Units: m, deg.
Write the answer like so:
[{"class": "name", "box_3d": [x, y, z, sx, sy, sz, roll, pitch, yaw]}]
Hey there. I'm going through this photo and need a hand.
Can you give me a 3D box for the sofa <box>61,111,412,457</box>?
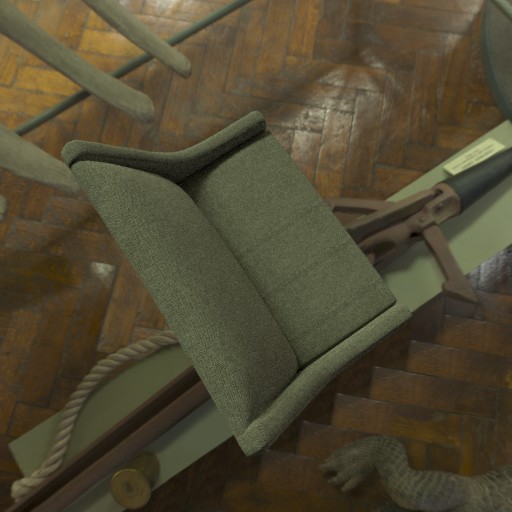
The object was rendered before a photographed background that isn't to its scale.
[{"class": "sofa", "box_3d": [0.000, 0.000, 1.962, 0.870, 1.021, 1.242, -33, 79, -8]}]
